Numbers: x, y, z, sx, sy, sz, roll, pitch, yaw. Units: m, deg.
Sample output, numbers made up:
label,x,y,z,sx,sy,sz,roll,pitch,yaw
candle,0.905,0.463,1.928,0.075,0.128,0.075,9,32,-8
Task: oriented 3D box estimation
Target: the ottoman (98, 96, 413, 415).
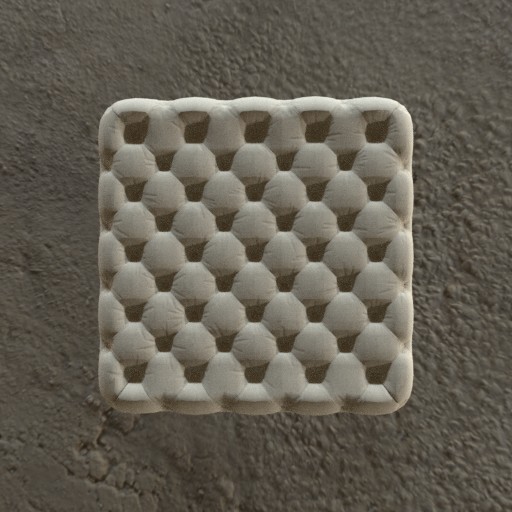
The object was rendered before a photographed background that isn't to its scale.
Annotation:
label,x,y,z,sx,sy,sz,roll,pitch,yaw
ottoman,0.000,0.000,1.201,0.753,0.376,0.755,0,90,1
